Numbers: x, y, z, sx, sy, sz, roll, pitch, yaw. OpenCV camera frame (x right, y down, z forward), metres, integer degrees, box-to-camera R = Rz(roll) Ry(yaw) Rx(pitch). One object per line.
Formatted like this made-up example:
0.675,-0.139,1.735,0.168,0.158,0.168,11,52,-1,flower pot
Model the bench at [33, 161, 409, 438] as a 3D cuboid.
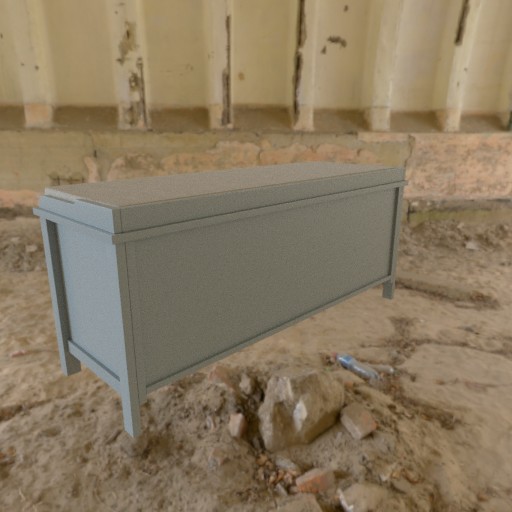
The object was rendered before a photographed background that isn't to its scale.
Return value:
0.000,0.000,1.389,1.140,0.501,0.398,-16,23,-42,bench
